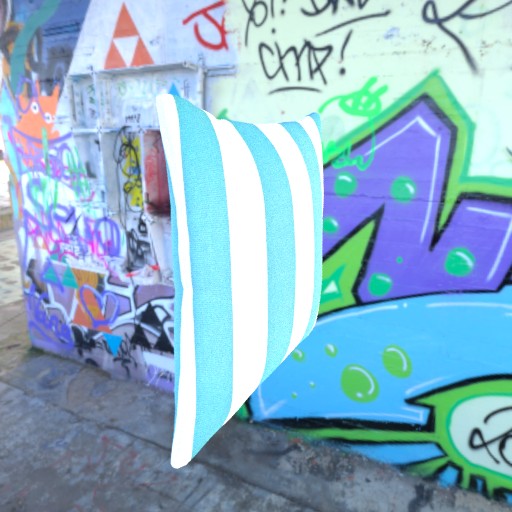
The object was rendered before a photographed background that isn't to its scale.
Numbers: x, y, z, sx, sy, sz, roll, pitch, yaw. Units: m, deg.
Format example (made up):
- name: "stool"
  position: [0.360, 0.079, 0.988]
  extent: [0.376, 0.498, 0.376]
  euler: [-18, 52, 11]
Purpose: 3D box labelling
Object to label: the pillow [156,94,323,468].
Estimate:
- name: "pillow"
  position: [0.000, 0.000, 0.815]
  extent: [0.189, 0.526, 0.536]
  euler: [8, 17, 26]
